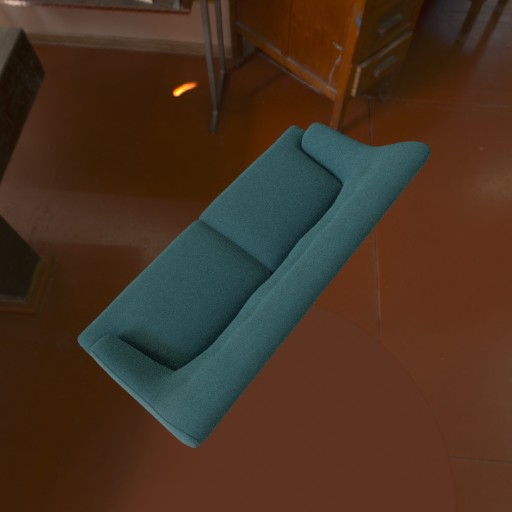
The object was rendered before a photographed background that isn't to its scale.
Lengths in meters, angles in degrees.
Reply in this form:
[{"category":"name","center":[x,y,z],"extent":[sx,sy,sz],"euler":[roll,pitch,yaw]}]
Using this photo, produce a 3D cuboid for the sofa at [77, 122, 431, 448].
[{"category":"sofa","center":[0.000,0.000,2.637],"extent":[0.978,0.871,2.057],"euler":[36,69,16]}]
